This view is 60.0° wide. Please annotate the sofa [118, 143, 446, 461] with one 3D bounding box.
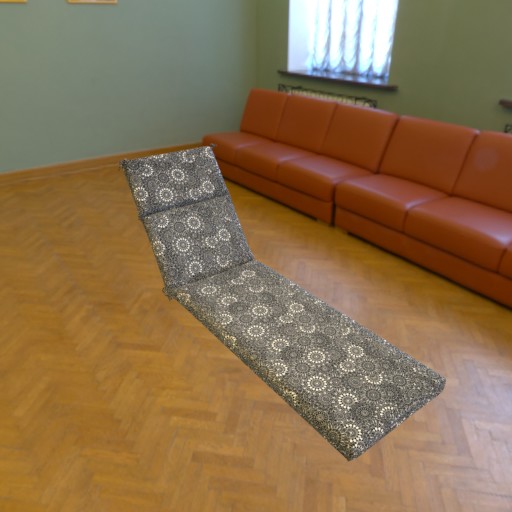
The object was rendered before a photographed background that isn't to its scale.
[{"bbox_3d":[0.000,0.000,1.956,0.582,0.622,1.663,-19,34,-32],"label":"sofa"}]
